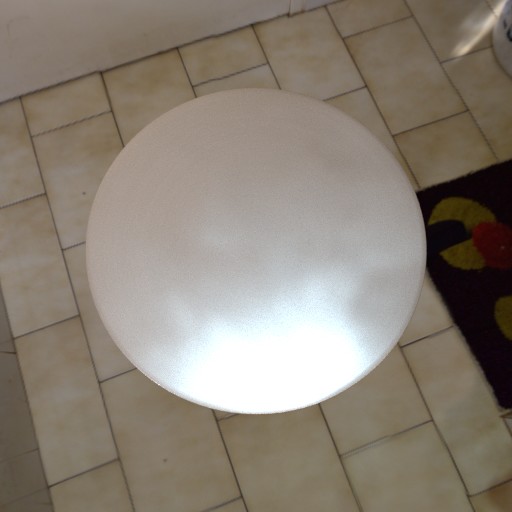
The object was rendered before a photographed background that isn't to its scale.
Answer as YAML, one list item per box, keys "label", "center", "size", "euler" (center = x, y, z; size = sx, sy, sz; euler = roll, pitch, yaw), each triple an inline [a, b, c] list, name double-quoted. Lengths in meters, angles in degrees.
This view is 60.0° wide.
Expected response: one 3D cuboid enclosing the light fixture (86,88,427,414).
- label: "light fixture"
  center: [0.000, 0.000, 0.429]
  size: [0.280, 0.135, 0.280]
  euler: [0, 74, 0]
